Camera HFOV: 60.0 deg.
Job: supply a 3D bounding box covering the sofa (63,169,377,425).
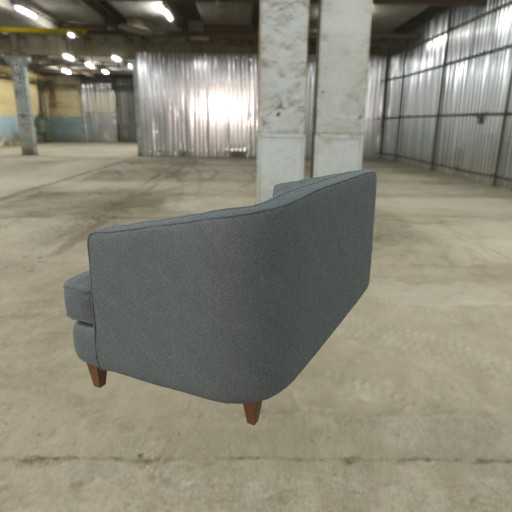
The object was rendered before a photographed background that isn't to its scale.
[{"bbox_3d":[0.000,0.000,2.321,0.941,0.855,1.733,8,18,26],"label":"sofa"}]
